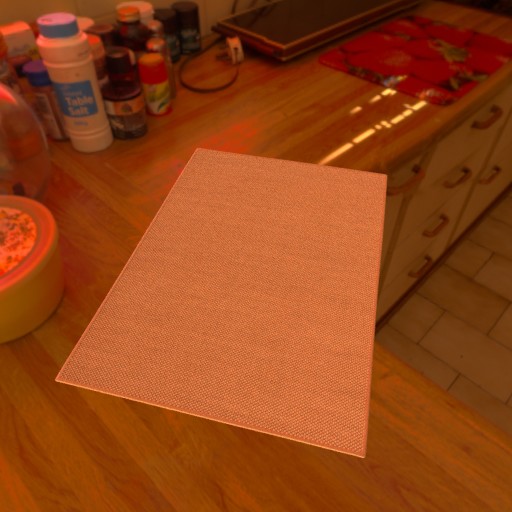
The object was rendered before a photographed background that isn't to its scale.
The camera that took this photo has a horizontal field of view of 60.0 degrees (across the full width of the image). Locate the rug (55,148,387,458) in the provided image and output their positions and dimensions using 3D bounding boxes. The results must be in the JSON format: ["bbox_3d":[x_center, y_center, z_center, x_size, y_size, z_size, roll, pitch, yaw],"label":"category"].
[{"bbox_3d":[0.000,0.000,2.774,1.524,0.013,2.134,10,47,10],"label":"rug"}]
